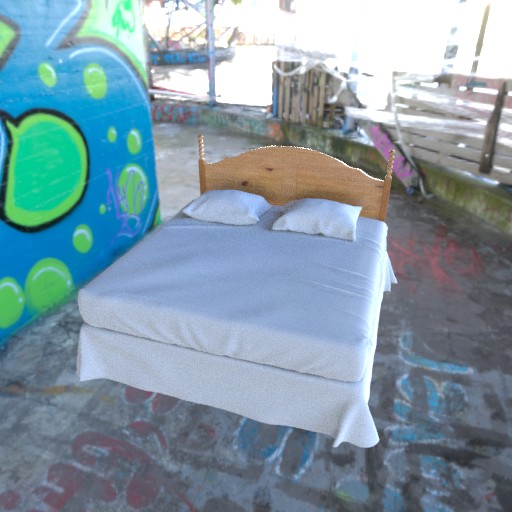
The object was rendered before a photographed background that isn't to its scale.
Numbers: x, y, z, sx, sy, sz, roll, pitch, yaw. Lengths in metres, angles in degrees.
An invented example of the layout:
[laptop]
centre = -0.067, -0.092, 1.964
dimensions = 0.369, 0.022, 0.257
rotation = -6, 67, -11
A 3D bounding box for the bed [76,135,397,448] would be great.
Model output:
[bed]
centre = 0.000, 0.000, 3.606
dimensions = 2.322, 1.355, 2.219
rotation = 9, 29, 16
